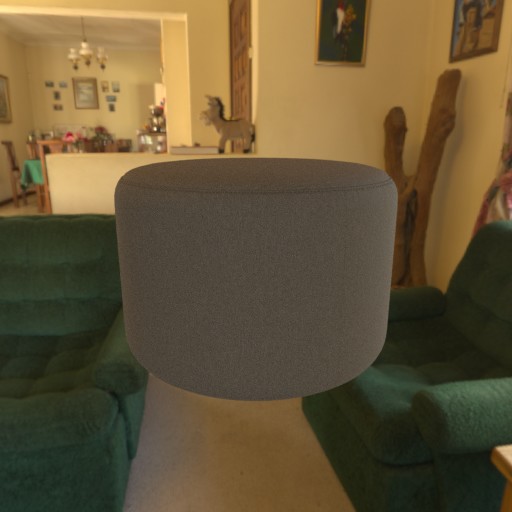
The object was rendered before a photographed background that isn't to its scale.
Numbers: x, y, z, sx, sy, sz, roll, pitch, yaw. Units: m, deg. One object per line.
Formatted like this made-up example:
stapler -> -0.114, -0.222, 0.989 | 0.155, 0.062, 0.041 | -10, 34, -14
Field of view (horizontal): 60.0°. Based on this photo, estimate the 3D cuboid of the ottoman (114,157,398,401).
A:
ottoman -> 0.000, 0.000, 1.031 | 0.608, 0.433, 0.608 | 0, 15, 0
